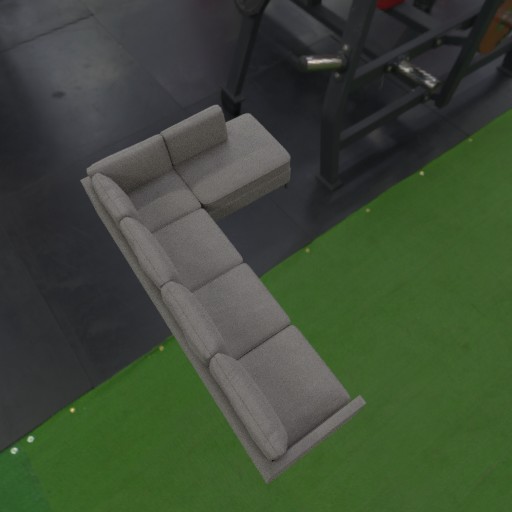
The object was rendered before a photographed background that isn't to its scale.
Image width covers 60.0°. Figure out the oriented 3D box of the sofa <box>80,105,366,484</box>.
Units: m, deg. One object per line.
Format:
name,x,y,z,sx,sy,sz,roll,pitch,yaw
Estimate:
sofa,0.000,0.000,4.309,2.077,0.964,3.331,-31,64,-17
